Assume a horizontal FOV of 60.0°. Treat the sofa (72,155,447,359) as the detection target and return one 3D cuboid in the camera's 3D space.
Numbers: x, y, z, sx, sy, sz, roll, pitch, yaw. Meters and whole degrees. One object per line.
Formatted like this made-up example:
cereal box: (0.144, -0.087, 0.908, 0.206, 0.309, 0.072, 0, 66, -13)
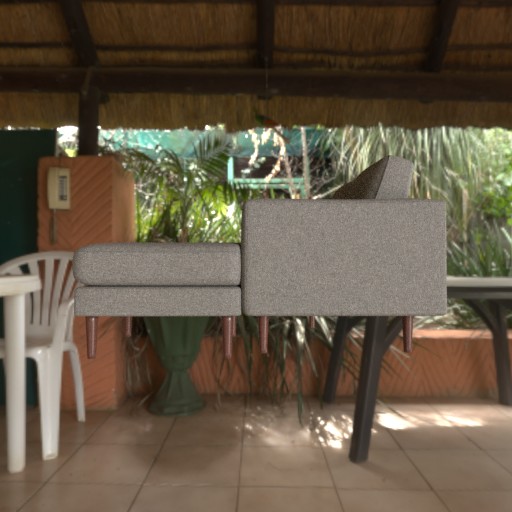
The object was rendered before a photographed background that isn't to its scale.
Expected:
sofa: (0.000, 0.000, 2.960, 1.667, 0.957, 2.055, 0, -1, -1)
